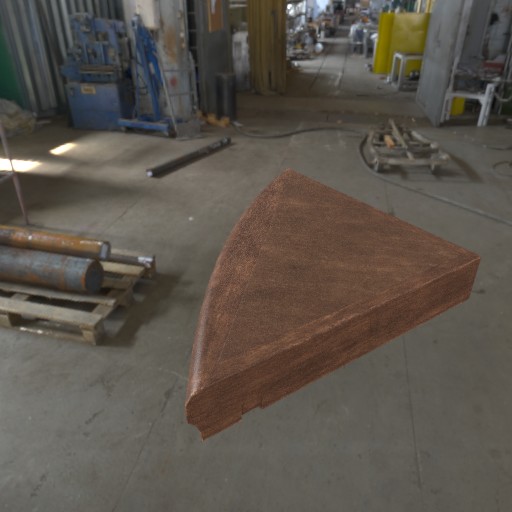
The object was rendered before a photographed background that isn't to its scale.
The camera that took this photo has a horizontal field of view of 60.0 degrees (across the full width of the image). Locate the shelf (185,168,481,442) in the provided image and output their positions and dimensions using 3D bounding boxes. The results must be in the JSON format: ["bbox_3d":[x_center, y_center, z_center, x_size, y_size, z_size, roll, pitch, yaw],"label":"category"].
[{"bbox_3d":[0.000,0.000,0.469,0.310,0.050,0.310,-19,35,-29],"label":"shelf"}]
